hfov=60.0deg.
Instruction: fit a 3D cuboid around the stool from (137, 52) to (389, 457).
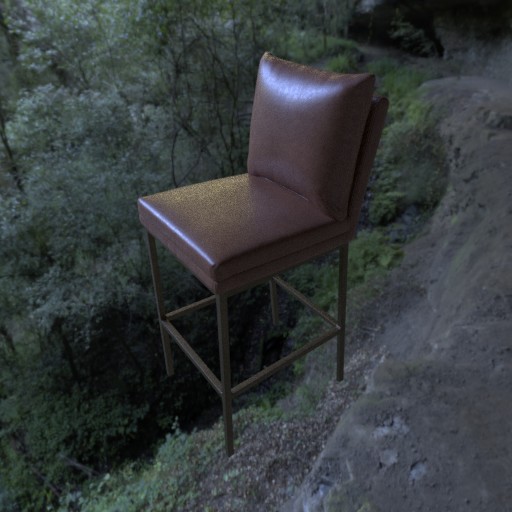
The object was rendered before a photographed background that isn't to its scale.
[{"bbox_3d":[0.000,0.000,1.424,0.571,1.124,0.463,-21,38,-30],"label":"stool"}]
